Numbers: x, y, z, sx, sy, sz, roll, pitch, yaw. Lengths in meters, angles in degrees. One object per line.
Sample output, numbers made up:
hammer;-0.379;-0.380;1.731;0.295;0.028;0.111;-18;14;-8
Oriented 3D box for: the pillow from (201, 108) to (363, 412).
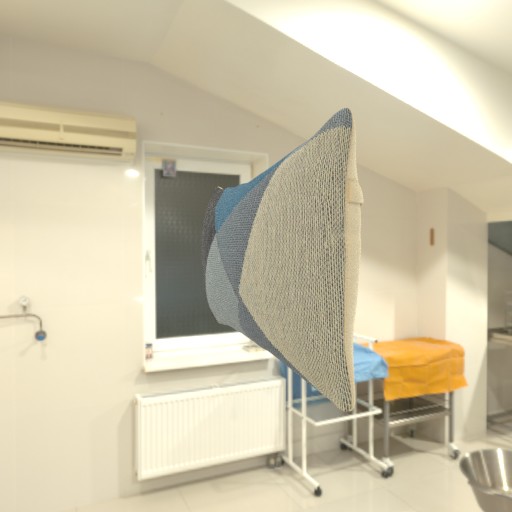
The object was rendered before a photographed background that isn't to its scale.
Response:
pillow;0.000;0.000;0.722;0.148;0.307;0.604;0;1;-18
